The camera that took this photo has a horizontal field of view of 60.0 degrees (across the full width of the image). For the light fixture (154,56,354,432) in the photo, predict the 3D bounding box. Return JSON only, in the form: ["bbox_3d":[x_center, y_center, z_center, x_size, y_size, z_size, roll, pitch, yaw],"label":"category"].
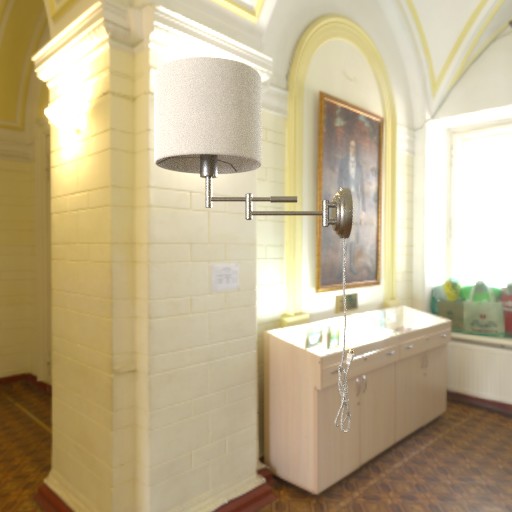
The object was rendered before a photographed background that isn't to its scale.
[{"bbox_3d":[0.000,0.000,1.061,0.479,0.842,0.253,0,1,0],"label":"light fixture"}]
